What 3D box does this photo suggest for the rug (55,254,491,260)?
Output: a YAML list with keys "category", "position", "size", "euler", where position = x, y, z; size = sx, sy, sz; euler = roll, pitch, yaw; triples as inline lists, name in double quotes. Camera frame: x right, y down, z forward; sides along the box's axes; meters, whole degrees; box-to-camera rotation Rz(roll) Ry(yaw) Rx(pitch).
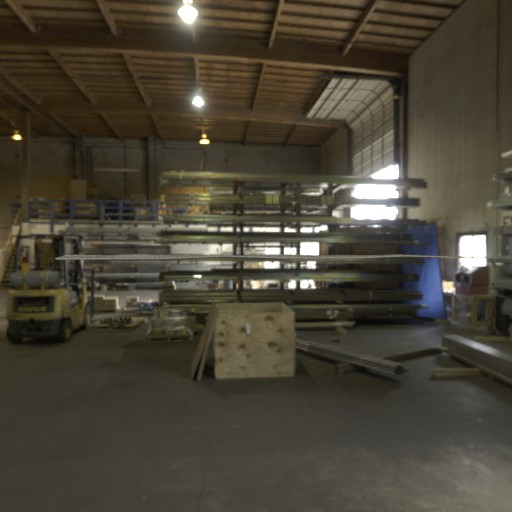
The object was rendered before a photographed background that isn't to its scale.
- category: "rug"
  position: [0.000, 0.000, 4.322]
  size: [3.333, 0.027, 2.428]
  euler: [0, 0, -18]
